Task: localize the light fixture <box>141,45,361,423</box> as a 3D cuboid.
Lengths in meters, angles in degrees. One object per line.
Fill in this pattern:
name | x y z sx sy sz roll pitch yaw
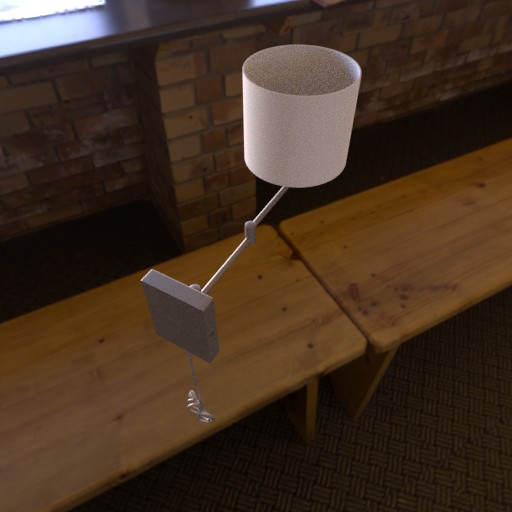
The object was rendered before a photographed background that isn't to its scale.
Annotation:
light fixture | 0.000 0.000 0.905 0.203 0.651 0.516 23 51 20
